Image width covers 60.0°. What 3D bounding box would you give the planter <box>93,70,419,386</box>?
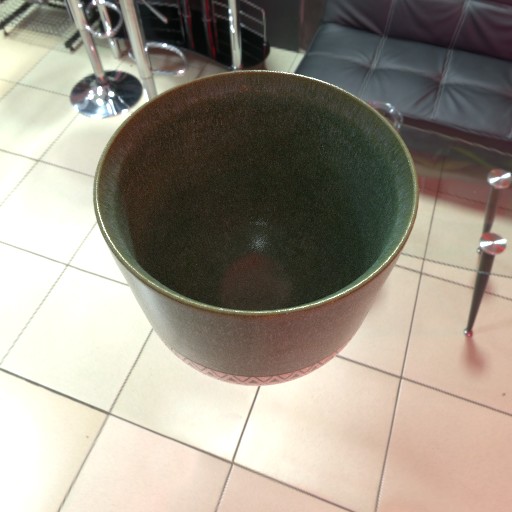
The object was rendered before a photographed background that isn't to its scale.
[{"bbox_3d":[0.000,0.000,0.480,0.266,0.270,0.266,0,58,0],"label":"planter"}]
